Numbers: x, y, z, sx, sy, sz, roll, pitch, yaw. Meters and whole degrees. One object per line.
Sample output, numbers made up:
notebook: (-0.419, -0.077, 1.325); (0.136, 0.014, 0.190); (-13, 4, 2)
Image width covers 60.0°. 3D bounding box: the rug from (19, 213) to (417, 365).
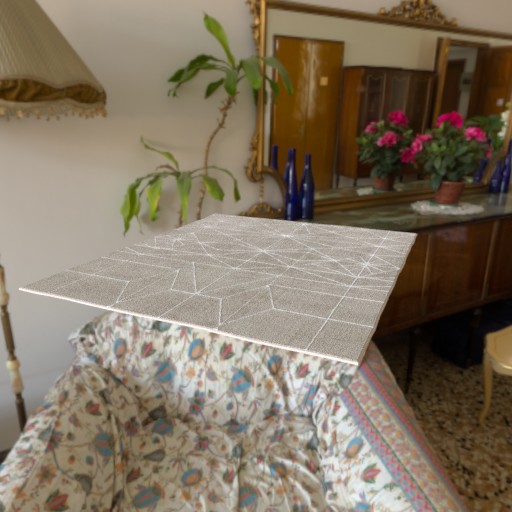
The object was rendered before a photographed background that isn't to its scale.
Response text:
rug: (0.000, 0.000, 0.879); (0.548, 0.006, 0.639); (8, 19, 24)
